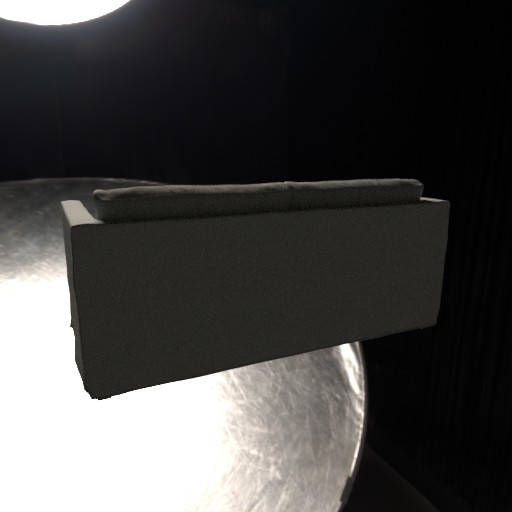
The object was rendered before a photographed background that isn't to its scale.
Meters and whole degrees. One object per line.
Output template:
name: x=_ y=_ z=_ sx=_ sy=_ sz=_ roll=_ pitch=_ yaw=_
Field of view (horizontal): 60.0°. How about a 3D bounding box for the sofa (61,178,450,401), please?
sofa: x=0.000 y=0.000 z=2.504 sx=1.987 sy=0.870 sz=0.940 roll=-6 pitch=15 yaw=-25
